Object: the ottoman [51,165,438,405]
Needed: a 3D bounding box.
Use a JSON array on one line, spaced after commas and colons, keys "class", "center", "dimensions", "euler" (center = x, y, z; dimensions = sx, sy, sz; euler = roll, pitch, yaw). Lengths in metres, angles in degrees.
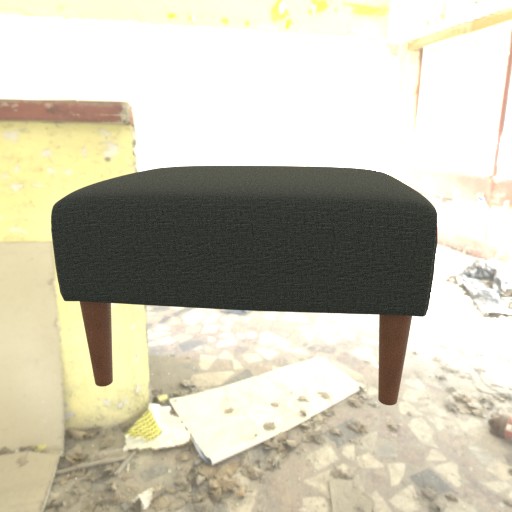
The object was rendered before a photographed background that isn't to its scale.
[{"class": "ottoman", "center": [0.000, 0.000, 1.049], "dimensions": [0.650, 0.398, 0.649], "euler": [2, 16, 6]}]
